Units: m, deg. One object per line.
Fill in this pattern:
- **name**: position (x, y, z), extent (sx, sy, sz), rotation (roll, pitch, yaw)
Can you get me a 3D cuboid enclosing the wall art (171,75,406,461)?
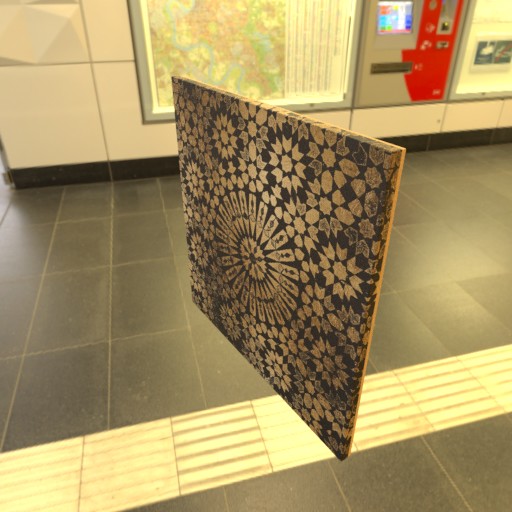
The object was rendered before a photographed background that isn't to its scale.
- **wall art**: position (0.000, 0.000, 1.359), extent (0.038, 0.914, 0.914), rotation (-20, 37, -29)
